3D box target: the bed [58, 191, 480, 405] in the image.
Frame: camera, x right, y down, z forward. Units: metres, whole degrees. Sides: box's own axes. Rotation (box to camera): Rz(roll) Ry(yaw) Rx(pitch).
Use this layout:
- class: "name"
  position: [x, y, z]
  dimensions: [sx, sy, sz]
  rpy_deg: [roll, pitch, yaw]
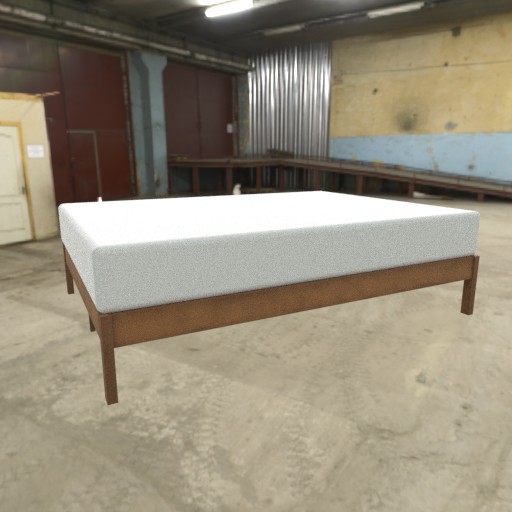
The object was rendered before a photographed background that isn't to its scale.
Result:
- class: "bed"
  position: [0.000, 0.000, 2.691]
  dimensions: [2.050, 0.593, 1.529]
  rpy_deg: [-7, 15, -27]
